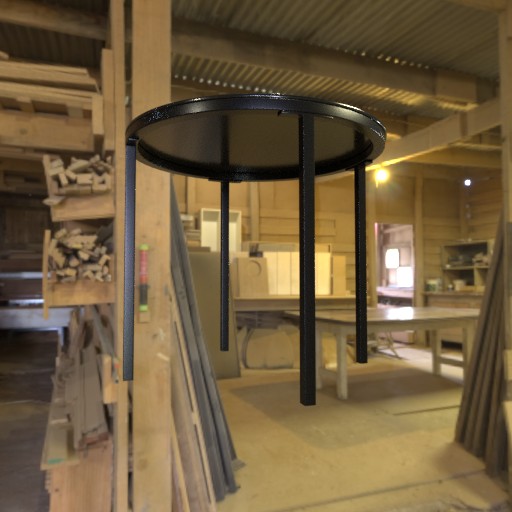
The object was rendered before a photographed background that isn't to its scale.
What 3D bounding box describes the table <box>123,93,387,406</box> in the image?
[{"bbox_3d":[0.000,0.000,0.870,0.499,0.443,0.499,0,-2,0],"label":"table"}]
